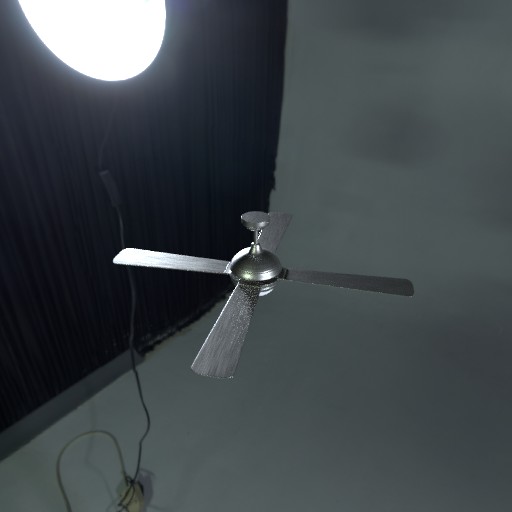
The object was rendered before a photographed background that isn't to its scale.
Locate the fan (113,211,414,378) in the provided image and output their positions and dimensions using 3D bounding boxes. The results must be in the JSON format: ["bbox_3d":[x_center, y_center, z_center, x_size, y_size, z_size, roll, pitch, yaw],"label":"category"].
[{"bbox_3d":[0.000,0.000,1.992,1.321,0.381,1.321,17,33,29],"label":"fan"}]
